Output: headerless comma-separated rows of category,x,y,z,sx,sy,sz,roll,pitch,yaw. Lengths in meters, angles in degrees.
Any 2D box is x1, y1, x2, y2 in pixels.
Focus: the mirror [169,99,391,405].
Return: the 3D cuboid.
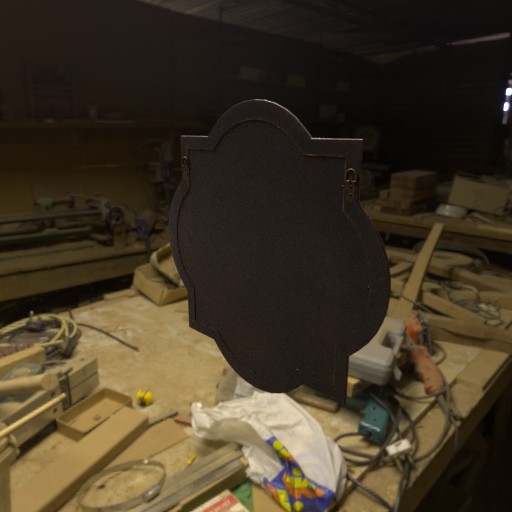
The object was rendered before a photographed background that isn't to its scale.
mirror,0.000,0.000,1.057,0.686,0.686,0.019,15,22,43
